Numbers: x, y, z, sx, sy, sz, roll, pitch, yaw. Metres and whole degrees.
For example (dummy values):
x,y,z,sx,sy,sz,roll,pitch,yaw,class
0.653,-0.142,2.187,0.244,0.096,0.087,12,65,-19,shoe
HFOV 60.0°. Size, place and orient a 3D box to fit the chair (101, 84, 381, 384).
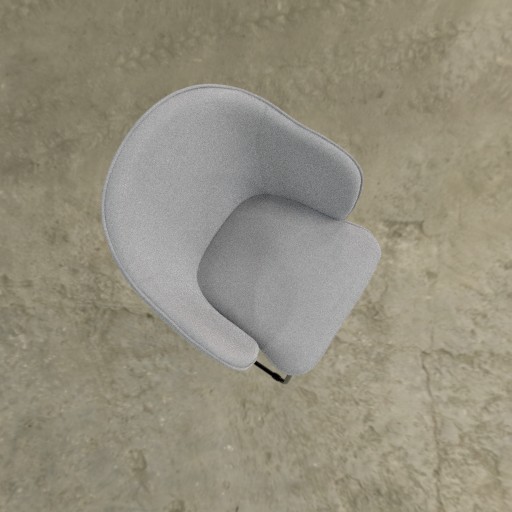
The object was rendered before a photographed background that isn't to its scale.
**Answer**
x,y,z,sx,sy,sz,roll,pitch,yaw,class
0.000,0.000,1.223,0.592,0.817,0.570,32,79,7,chair
